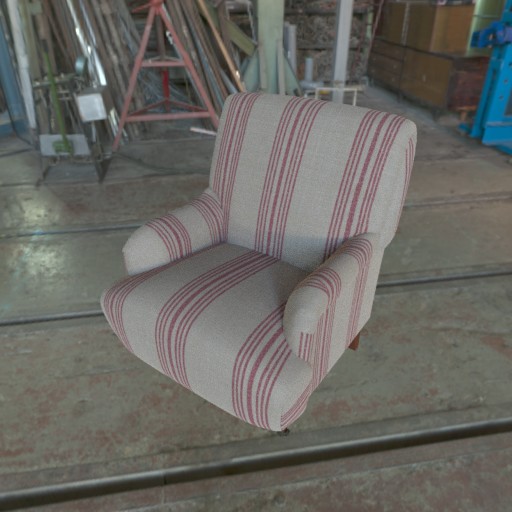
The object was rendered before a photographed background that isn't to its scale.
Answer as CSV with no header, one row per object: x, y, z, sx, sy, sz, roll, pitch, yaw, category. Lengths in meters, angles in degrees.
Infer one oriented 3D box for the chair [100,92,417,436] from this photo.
0.000,0.000,1.858,0.933,1.123,1.058,20,37,29,chair
